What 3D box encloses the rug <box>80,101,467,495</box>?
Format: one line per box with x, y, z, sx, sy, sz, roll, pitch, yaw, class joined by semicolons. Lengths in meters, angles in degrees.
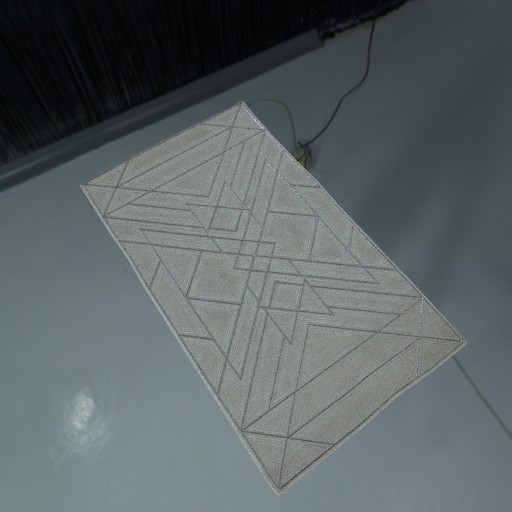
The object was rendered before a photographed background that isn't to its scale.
0.000;0.000;1.052;0.511;0.008;0.869;-32;67;-15;rug
